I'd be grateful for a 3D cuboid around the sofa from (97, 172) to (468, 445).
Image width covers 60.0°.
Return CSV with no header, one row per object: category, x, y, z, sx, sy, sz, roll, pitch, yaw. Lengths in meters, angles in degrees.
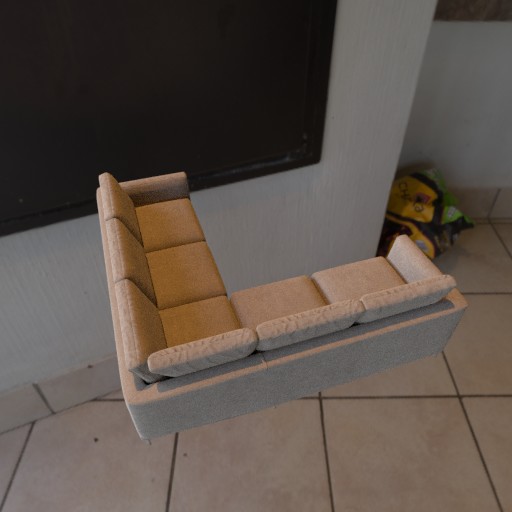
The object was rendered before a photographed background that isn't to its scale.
sofa,0.000,0.000,3.827,2.438,0.864,2.438,-13,44,-14
